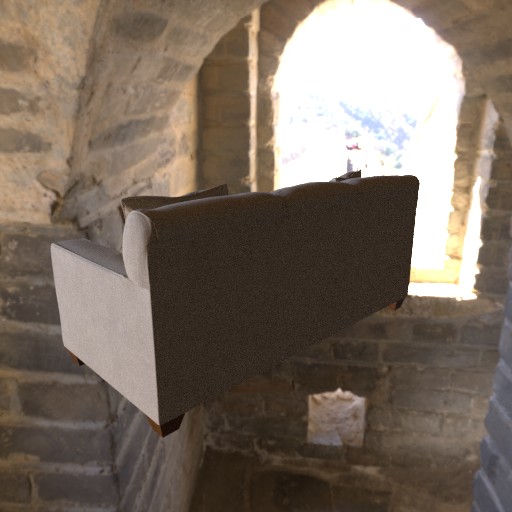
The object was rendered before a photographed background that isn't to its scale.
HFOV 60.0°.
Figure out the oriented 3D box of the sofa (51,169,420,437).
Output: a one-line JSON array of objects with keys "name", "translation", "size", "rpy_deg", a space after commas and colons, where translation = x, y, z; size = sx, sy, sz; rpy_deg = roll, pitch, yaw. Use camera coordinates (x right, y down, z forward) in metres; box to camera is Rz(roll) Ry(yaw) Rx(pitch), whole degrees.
[{"name": "sofa", "translation": [0.000, 0.000, 2.608], "size": [2.024, 0.958, 0.997], "rpy_deg": [-15, 22, -42]}]
